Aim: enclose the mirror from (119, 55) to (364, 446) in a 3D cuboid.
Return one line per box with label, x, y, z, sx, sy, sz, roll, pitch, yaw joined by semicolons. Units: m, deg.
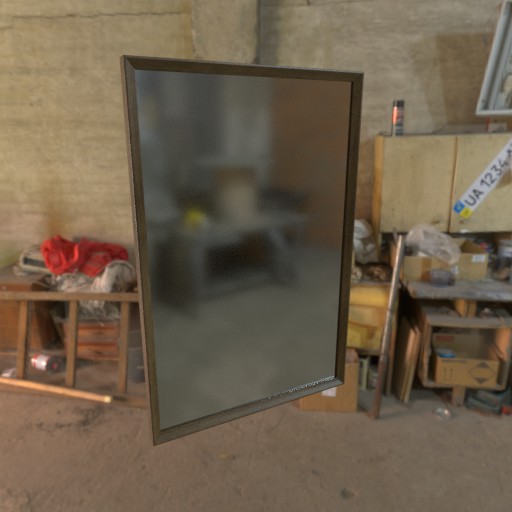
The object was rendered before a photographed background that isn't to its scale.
mirror;0.000;0.000;1.150;0.609;0.915;0.041;-8;18;-27
